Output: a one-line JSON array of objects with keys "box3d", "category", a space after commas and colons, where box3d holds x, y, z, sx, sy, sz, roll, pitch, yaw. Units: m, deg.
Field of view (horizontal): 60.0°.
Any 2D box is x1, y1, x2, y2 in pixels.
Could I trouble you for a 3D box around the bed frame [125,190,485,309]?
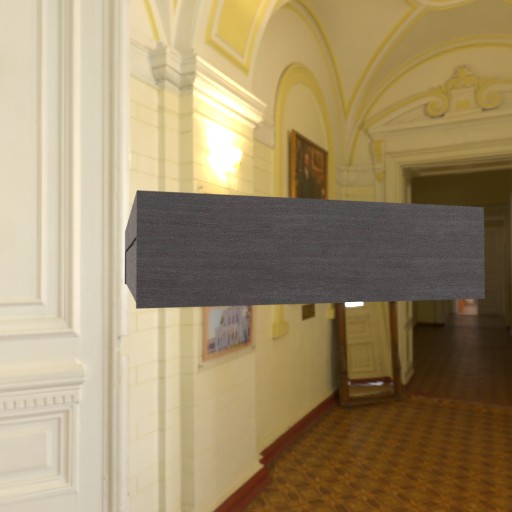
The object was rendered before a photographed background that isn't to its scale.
[{"box3d": [0.000, 0.000, 2.617, 1.448, 0.459, 1.944, 0, -1, -18], "category": "bed frame"}]
